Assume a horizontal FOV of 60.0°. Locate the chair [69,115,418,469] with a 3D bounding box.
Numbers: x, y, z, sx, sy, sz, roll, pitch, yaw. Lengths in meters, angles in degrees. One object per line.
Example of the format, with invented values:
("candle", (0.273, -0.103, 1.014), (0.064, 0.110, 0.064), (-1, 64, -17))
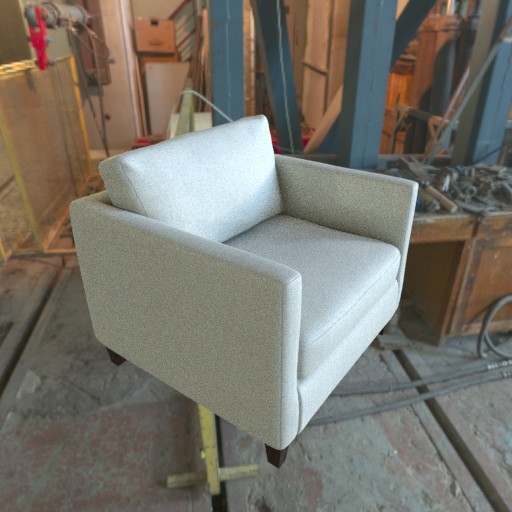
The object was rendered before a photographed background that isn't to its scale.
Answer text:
("chair", (0.000, 0.000, 1.760), (0.959, 0.919, 0.996), (19, 33, 32))
